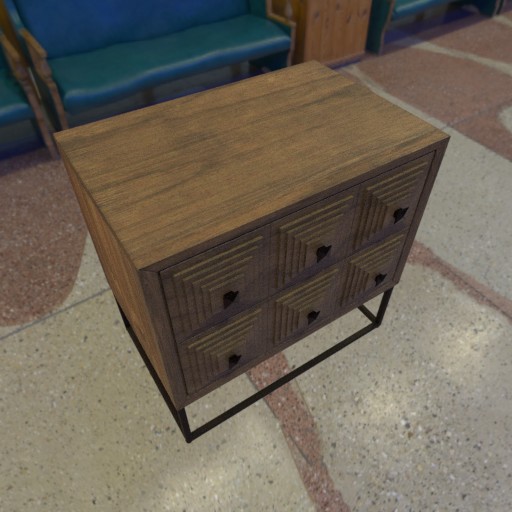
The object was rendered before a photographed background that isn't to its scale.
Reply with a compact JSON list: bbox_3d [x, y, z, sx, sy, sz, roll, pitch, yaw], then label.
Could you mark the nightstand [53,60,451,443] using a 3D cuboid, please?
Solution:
[{"bbox_3d":[0.000,0.000,1.020,0.610,0.610,0.437,-25,51,-22],"label":"nightstand"}]
